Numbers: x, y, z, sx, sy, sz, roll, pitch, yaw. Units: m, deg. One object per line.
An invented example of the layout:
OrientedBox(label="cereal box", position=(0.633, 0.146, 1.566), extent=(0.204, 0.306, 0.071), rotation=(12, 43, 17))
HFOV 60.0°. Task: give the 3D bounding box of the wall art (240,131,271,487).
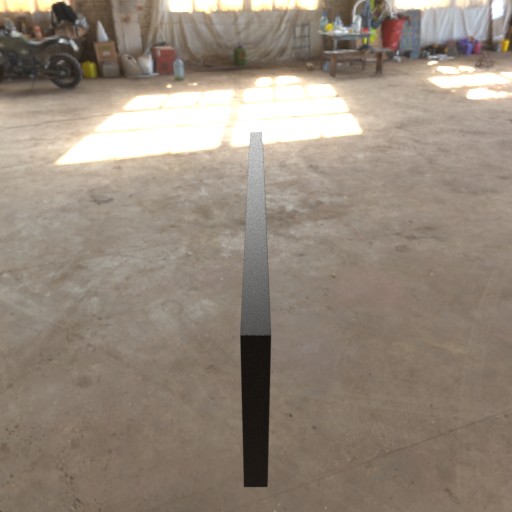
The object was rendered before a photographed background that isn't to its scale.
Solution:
OrientedBox(label="wall art", position=(0.000, 0.000, 0.965), extent=(0.037, 0.303, 0.860), rotation=(0, 31, 0))
